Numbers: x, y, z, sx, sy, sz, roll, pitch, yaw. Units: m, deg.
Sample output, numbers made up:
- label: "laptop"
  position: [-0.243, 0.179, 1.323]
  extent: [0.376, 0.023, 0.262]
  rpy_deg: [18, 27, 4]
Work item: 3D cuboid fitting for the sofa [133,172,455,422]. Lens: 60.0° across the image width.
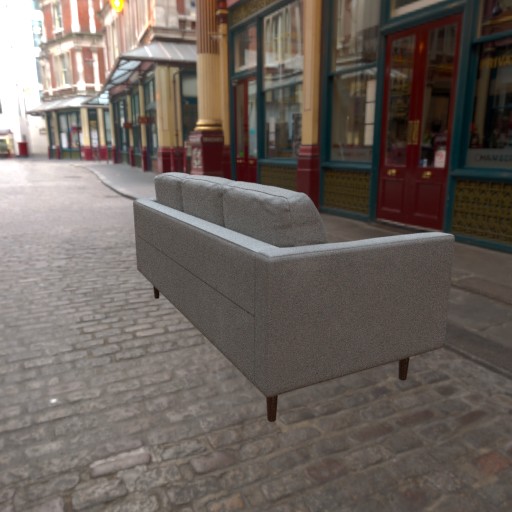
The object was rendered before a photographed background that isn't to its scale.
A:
- label: "sofa"
  position: [0.000, 0.000, 2.556]
  extent: [0.944, 0.918, 1.983]
  rpy_deg: [-7, 15, -27]
